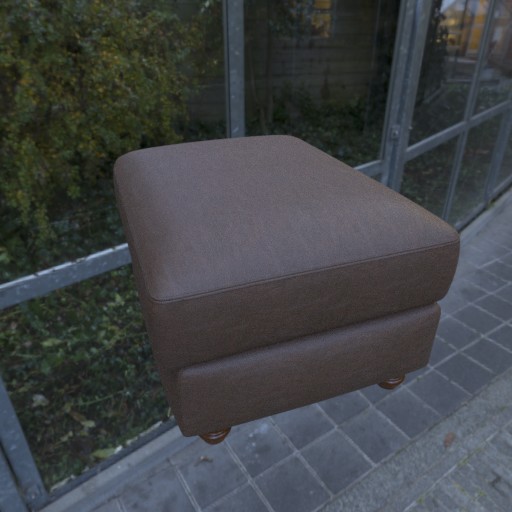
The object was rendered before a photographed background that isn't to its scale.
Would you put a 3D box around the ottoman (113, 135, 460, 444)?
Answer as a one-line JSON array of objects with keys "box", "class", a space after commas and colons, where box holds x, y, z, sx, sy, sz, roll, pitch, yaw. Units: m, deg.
[{"box": [0.000, 0.000, 1.158, 0.635, 0.508, 0.787, -10, 31, -18], "class": "ottoman"}]
